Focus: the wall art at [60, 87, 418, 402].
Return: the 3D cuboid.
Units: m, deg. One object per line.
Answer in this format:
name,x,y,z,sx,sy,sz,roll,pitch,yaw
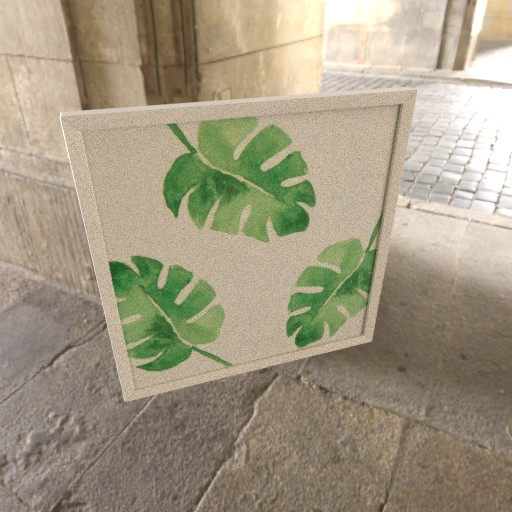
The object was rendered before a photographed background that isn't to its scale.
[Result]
wall art,0.000,0.000,1.120,0.762,0.762,0.040,-10,33,-16
